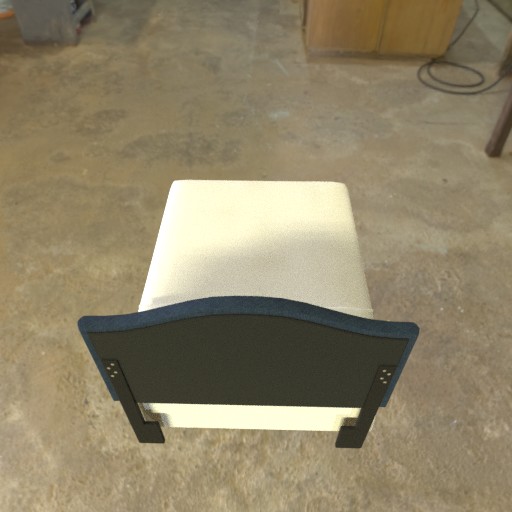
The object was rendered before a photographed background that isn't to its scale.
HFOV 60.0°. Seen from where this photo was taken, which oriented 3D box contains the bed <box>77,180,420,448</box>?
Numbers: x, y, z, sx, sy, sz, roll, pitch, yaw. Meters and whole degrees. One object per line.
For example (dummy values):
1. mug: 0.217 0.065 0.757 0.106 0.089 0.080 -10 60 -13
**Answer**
1. bed: 0.000 0.000 3.240 1.713 1.518 2.153 1 46 1
